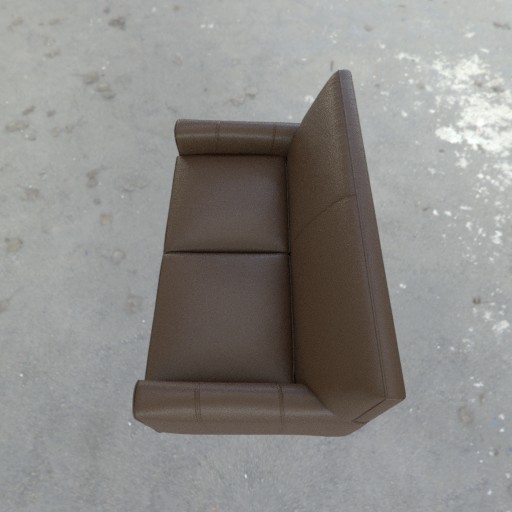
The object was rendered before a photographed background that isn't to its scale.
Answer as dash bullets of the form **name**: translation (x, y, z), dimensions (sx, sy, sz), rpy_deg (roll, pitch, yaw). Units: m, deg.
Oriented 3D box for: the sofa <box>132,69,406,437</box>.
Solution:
- **sofa**: translation (0.000, 0.000, 1.974), dimensions (0.853, 0.859, 1.468), rpy_deg (0, 58, 0)
